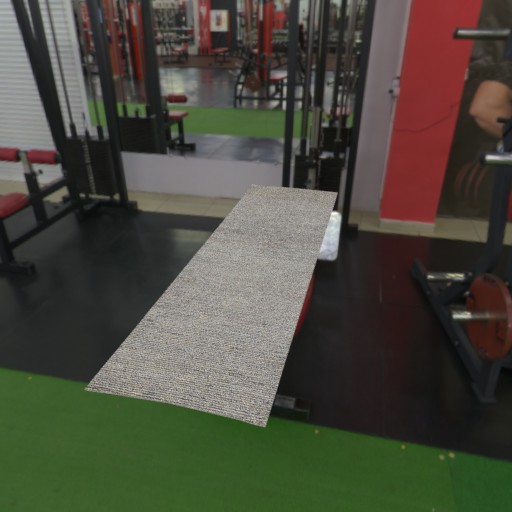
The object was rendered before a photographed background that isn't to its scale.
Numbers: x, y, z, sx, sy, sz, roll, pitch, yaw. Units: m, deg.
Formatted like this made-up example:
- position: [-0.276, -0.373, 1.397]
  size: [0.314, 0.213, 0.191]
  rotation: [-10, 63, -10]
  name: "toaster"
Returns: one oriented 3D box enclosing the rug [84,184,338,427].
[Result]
- position: [0.000, 0.000, 2.565]
  size: [0.697, 0.013, 2.335]
  rotation: [8, 30, 13]
  name: "rug"
